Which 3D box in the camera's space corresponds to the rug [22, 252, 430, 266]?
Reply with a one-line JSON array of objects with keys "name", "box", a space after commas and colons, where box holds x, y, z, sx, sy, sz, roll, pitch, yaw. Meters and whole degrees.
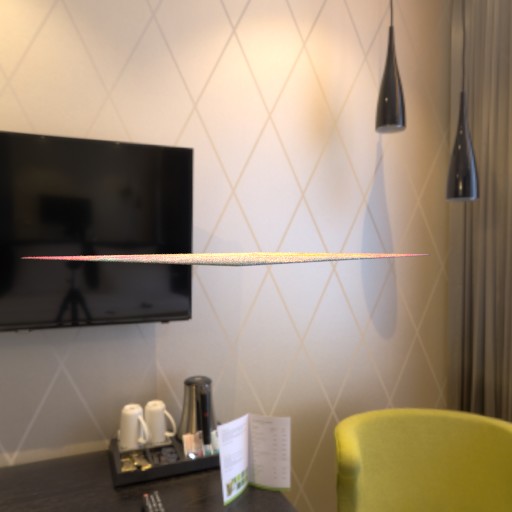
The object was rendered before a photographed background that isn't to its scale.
[{"name": "rug", "box": [0.000, 0.000, 3.692, 2.007, 0.013, 2.896, 1, 2, 37]}]
